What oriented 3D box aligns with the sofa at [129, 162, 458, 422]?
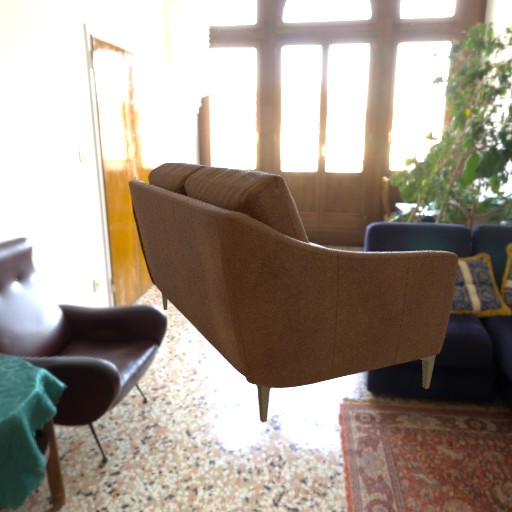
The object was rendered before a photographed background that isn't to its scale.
[{"bbox_3d":[0.000,0.000,2.212,0.960,0.902,1.619,-7,16,-27],"label":"sofa"}]
